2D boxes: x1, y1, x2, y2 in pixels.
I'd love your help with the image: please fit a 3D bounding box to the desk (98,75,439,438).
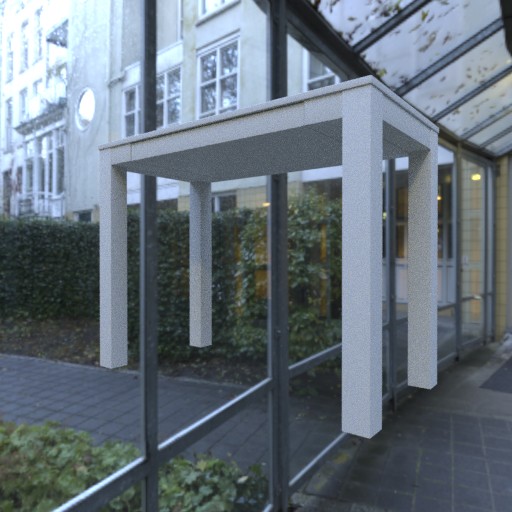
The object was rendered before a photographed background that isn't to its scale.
[{"bbox_3d":[0.000,0.000,1.425,0.990,0.762,0.497,0,1,38],"label":"desk"}]
